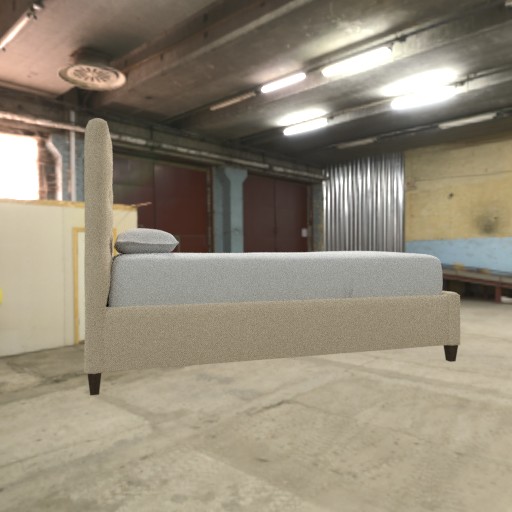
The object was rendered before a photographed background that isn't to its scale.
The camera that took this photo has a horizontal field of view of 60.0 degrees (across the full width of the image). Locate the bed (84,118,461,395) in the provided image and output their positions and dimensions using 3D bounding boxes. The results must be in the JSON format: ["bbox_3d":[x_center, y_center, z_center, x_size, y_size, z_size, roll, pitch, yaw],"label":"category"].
[{"bbox_3d":[0.000,0.000,3.416,2.387,1.427,1.698,0,0,-18],"label":"bed"}]
